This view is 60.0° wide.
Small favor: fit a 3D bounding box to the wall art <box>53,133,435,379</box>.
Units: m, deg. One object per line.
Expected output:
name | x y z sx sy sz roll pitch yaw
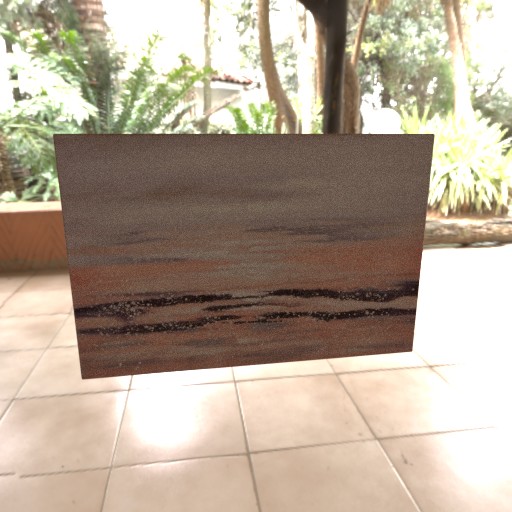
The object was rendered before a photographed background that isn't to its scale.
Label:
wall art | 0.000 0.000 1.145 0.913 0.609 0.038 -3 16 -9
